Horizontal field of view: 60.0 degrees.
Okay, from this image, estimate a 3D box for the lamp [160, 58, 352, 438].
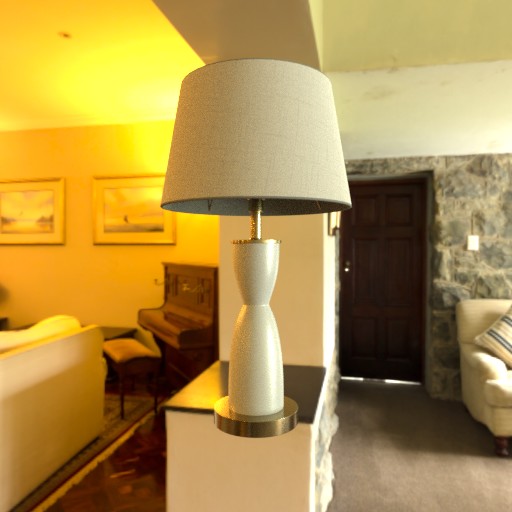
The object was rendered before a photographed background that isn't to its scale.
[{"bbox_3d":[0.000,0.000,0.731,0.309,0.545,0.309,0,1,0],"label":"lamp"}]
